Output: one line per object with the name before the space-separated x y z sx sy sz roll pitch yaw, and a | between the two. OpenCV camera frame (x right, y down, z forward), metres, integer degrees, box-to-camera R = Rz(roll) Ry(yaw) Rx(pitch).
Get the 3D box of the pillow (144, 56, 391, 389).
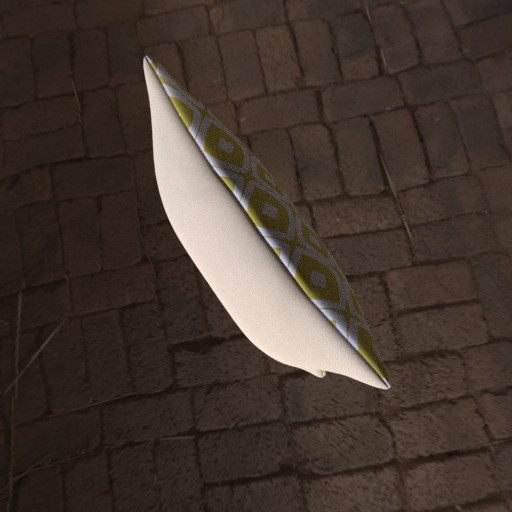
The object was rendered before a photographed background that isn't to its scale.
pillow | 0.000 0.000 0.763 0.188 0.494 0.504 -34 79 -8
